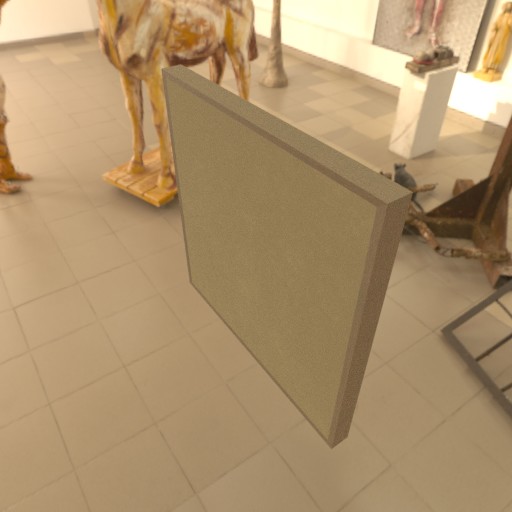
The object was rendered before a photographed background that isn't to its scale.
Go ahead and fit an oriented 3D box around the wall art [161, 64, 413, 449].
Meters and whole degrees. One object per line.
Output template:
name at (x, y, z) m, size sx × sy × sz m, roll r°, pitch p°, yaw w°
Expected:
wall art at (0.000, 0.000, 0.771) m, size 0.038 × 0.506 × 0.508 m, roll -24°, pitch 46°, yaw -26°
